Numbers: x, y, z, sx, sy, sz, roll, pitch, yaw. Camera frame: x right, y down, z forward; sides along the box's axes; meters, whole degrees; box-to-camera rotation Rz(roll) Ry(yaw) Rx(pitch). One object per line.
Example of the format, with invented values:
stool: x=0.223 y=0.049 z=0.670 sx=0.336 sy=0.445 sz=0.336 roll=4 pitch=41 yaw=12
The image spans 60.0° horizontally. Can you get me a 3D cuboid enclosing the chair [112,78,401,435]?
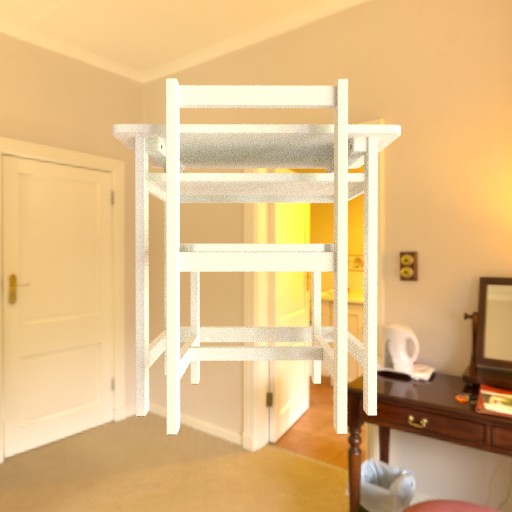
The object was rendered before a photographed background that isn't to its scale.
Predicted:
chair: x=0.000 y=0.000 z=1.065 sx=0.599 sy=0.673 sz=0.461 roll=0 pitch=1 yaw=0
